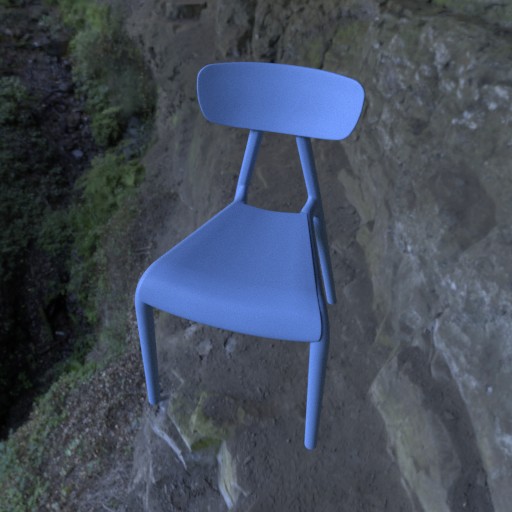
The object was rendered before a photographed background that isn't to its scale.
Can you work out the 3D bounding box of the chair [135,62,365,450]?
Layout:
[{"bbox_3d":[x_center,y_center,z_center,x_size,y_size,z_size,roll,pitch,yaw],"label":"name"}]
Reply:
[{"bbox_3d":[0.000,0.000,0.834,0.356,0.580,0.401,11,44,12],"label":"chair"}]
